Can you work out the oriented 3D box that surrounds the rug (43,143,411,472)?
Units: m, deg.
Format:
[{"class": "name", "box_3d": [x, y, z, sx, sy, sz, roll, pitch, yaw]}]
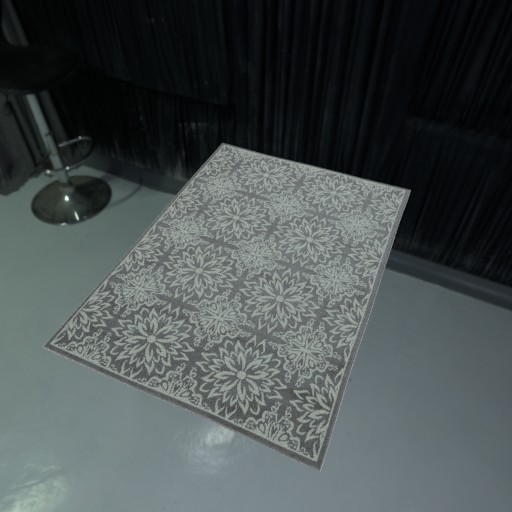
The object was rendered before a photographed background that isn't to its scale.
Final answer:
[{"class": "rug", "box_3d": [0.000, 0.000, 2.915, 1.608, 0.014, 2.213, 18, 49, 16]}]
